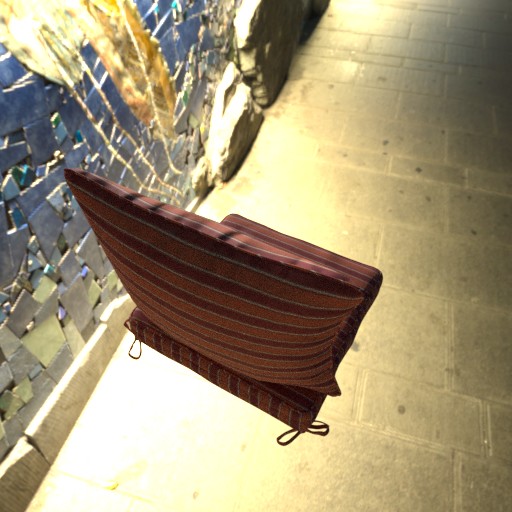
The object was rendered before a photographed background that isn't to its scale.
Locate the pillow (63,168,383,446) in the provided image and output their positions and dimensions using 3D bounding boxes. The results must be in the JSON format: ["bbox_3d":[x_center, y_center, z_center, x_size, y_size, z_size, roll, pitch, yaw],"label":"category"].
[{"bbox_3d":[0.000,0.000,1.379,0.799,0.723,0.733,23,50,21],"label":"pillow"}]
